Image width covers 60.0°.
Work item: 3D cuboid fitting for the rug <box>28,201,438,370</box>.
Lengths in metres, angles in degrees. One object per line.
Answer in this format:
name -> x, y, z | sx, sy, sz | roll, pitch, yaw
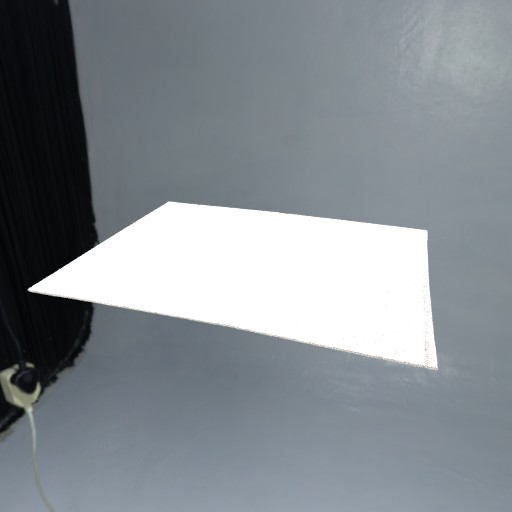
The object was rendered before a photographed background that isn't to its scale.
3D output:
rug -> 0.000, 0.000, 5.039 | 3.778, 0.053, 2.873 | 8, 27, 16
